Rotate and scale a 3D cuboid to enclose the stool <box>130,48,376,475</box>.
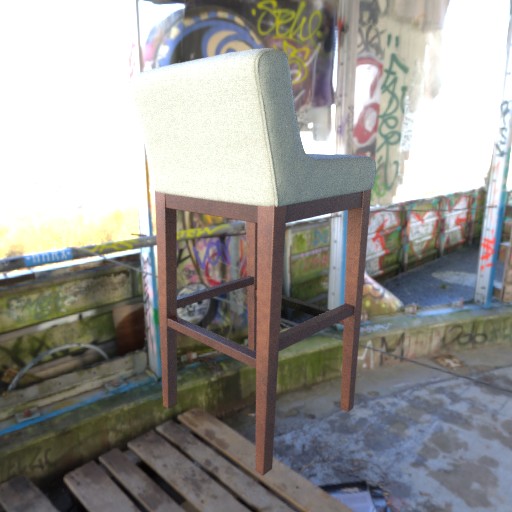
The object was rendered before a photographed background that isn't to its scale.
[{"bbox_3d":[0.000,0.000,1.323,0.511,1.037,0.500,14,20,43],"label":"stool"}]
